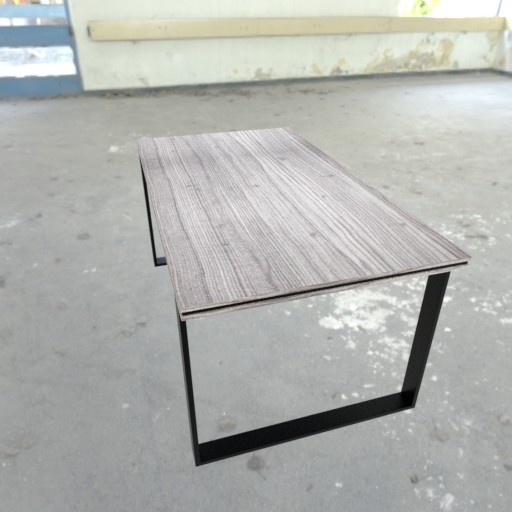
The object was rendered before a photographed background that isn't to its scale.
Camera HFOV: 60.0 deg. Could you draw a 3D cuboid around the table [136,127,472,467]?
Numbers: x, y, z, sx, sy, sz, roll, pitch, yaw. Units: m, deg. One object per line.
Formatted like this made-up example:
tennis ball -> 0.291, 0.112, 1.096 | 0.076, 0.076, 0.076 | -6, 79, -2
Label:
table -> 0.000, 0.000, 2.063 | 0.881, 0.736, 1.579 | -9, 32, -15
